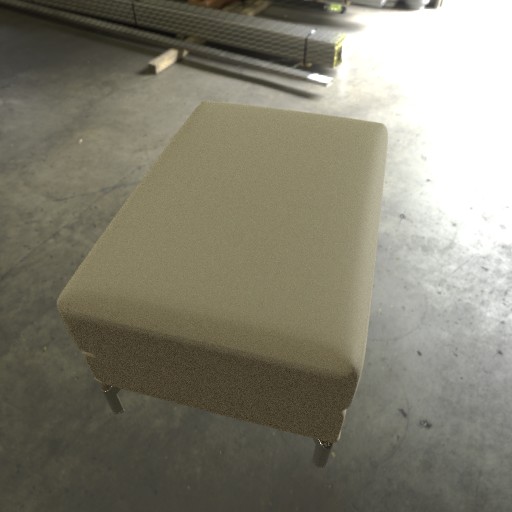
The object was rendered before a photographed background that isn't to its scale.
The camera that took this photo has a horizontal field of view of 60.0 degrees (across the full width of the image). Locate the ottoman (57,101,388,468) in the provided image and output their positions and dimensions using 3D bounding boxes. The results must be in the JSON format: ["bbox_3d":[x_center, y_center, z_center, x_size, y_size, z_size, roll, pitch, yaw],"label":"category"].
[{"bbox_3d":[0.000,0.000,1.187,0.581,0.497,0.835,11,47,10],"label":"ottoman"}]
